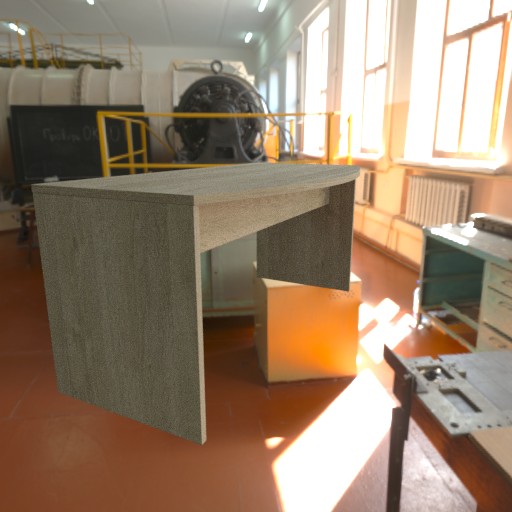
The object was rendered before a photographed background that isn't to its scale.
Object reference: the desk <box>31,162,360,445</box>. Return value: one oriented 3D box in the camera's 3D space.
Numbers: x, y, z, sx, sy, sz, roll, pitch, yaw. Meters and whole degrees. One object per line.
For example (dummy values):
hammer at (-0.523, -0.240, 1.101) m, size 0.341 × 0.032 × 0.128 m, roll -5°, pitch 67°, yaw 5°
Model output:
desk at (0.000, 0.000, 2.031) m, size 0.802 × 0.752 × 1.600 m, roll 7°, pitch 16°, yaw 26°
